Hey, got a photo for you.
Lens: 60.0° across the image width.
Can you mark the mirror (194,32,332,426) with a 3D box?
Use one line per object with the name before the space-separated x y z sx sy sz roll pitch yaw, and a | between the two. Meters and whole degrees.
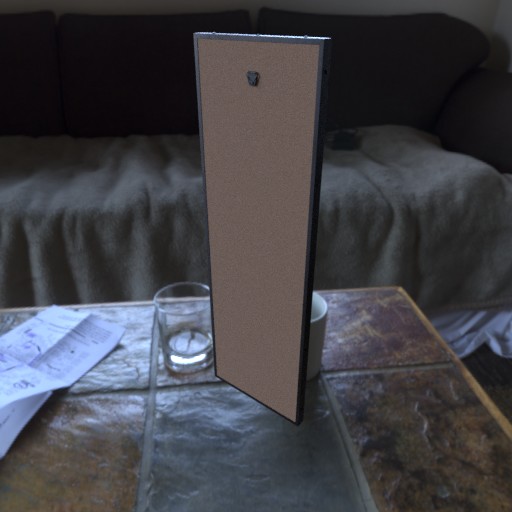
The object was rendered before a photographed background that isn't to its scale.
mirror | 0.000 0.000 1.205 0.354 1.080 0.042 21 35 33
